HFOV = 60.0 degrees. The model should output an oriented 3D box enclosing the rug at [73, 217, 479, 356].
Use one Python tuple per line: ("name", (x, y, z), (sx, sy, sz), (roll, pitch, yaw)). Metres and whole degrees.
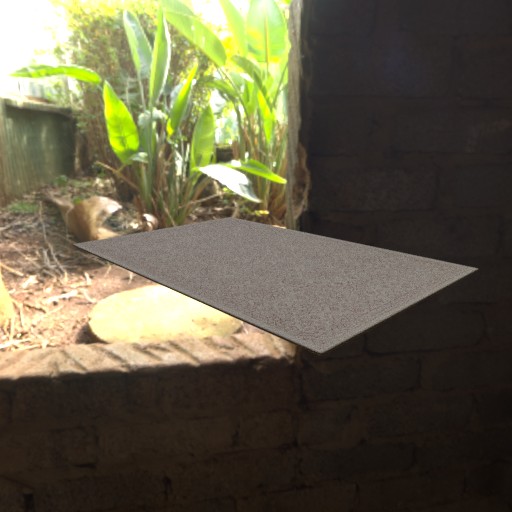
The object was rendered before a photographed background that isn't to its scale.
("rug", (0.000, 0.000, 2.354), (1.219, 0.010, 1.829), (-15, 21, -42))
